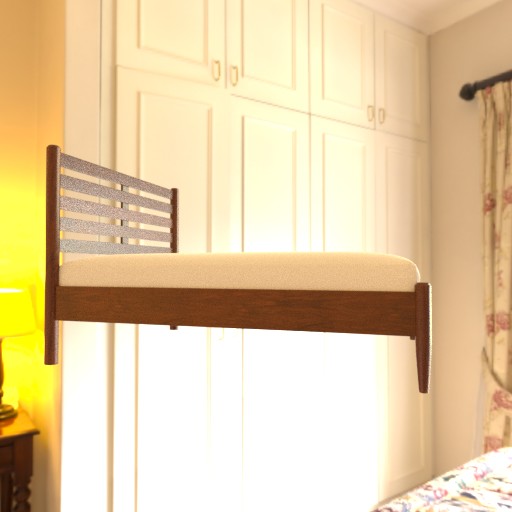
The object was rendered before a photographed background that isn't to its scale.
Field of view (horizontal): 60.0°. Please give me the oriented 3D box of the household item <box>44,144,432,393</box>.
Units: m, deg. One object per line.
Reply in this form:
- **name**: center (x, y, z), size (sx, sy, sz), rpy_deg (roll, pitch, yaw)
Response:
- **household item**: center (0.000, 0.000, 3.178), size (2.232, 1.356, 1.663), rpy_deg (0, -1, 18)
